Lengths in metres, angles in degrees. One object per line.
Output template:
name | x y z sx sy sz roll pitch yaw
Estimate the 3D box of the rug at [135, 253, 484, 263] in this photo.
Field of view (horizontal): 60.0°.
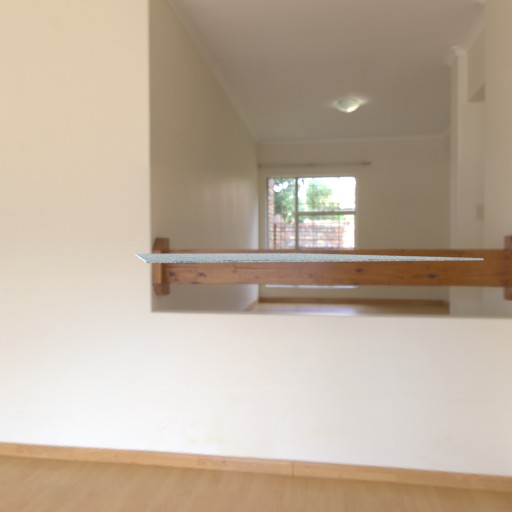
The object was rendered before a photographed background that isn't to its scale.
rug | 0.000 0.000 2.225 1.142 0.006 1.752 0 1 -16
